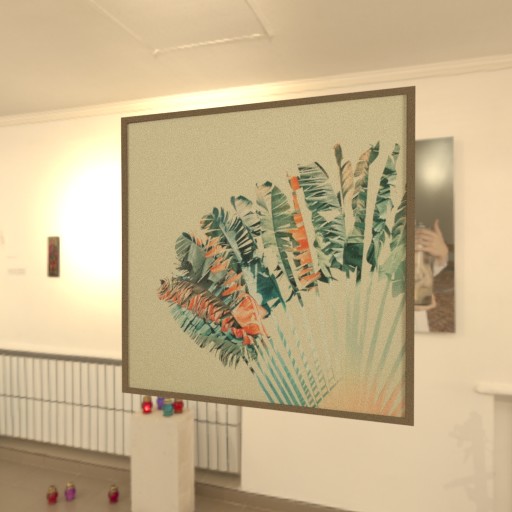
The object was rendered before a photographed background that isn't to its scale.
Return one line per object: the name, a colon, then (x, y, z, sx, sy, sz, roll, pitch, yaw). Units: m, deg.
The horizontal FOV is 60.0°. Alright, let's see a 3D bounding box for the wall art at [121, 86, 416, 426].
wall art: (0.000, 0.000, 0.755, 0.508, 0.506, 0.038, 0, 1, 18)
